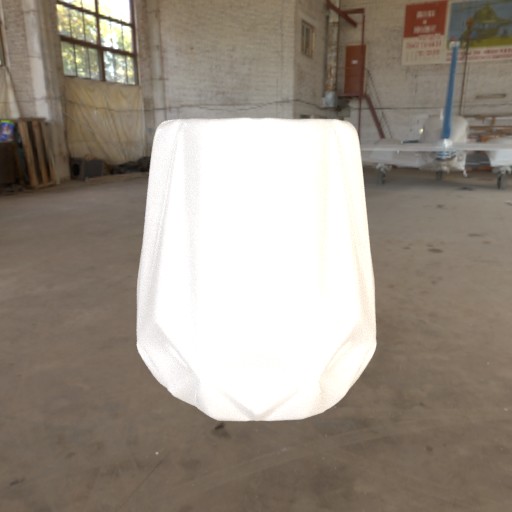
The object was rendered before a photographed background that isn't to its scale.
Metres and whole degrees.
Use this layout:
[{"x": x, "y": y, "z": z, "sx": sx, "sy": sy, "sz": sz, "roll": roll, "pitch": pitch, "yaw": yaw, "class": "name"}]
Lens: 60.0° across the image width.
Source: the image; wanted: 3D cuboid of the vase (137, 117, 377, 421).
[{"x": 0.000, "y": 0.000, "z": 0.259, "sx": 0.141, "sy": 0.152, "sz": 0.141, "roll": 0, "pitch": 15, "yaw": 0, "class": "vase"}]
